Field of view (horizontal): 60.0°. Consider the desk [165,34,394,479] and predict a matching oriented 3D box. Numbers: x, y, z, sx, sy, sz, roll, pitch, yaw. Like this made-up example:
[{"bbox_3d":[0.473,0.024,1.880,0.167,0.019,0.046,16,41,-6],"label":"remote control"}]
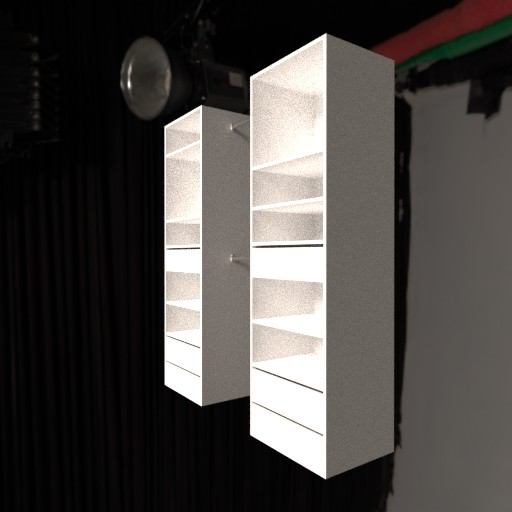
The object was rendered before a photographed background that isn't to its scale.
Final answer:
[{"bbox_3d":[0.000,0.000,2.851,0.480,2.000,1.770,0,0,-35],"label":"desk"}]
